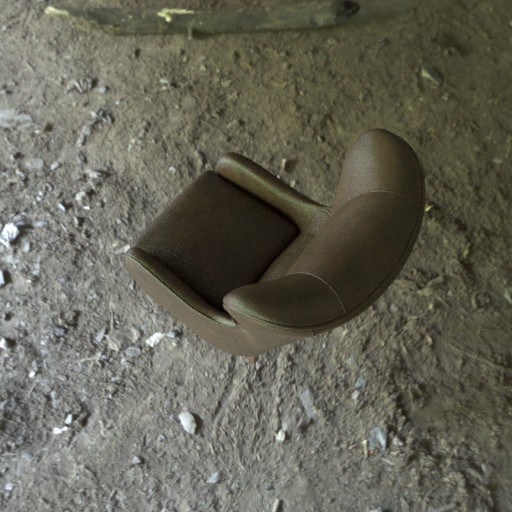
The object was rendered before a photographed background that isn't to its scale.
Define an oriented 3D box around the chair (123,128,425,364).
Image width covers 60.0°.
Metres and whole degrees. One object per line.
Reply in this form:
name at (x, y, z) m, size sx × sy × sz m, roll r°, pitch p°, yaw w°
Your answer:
chair at (0.000, 0.000, 1.647) m, size 0.914 × 1.048 × 0.692 m, roll 34°, pitch 68°, yaw 16°
